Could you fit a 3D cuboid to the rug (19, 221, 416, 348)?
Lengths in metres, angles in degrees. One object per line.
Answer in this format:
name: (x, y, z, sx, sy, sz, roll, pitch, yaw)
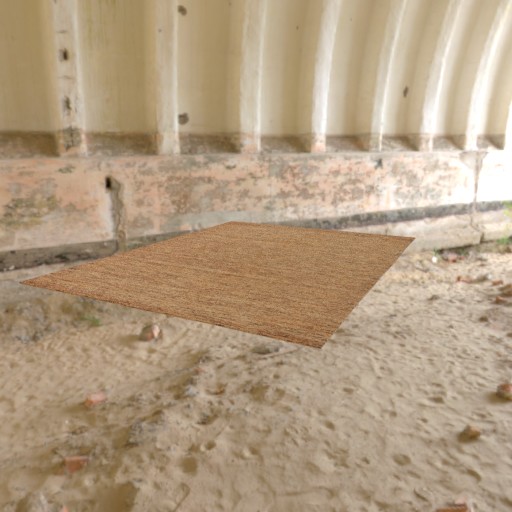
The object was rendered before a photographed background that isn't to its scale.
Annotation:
rug: (0.000, 0.000, 4.229, 2.438, 0.012, 3.200, 7, 16, 27)
